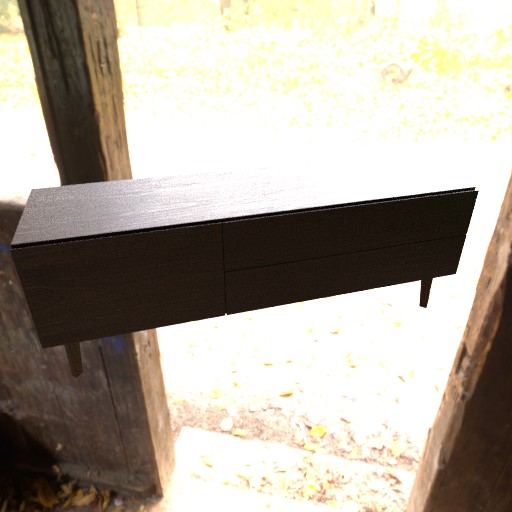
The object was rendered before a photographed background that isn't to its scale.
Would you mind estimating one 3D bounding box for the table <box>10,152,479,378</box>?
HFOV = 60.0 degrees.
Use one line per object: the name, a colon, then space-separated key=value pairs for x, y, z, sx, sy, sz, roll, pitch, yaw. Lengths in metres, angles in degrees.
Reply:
table: x=0.000 y=0.000 z=1.567 sx=1.397 sy=0.508 sz=0.405 roll=-8 pitch=32 yaw=-14
